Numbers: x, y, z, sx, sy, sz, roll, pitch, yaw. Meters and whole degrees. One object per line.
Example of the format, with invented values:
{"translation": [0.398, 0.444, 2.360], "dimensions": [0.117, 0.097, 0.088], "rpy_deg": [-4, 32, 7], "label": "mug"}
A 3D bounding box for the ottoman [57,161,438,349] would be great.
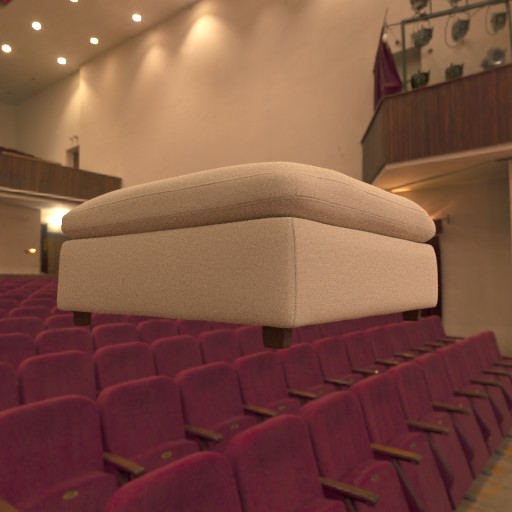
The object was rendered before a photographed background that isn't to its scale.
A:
{"translation": [0.000, 0.000, 1.553], "dimensions": [0.996, 0.467, 0.977], "rpy_deg": [-3, -4, 38], "label": "ottoman"}
